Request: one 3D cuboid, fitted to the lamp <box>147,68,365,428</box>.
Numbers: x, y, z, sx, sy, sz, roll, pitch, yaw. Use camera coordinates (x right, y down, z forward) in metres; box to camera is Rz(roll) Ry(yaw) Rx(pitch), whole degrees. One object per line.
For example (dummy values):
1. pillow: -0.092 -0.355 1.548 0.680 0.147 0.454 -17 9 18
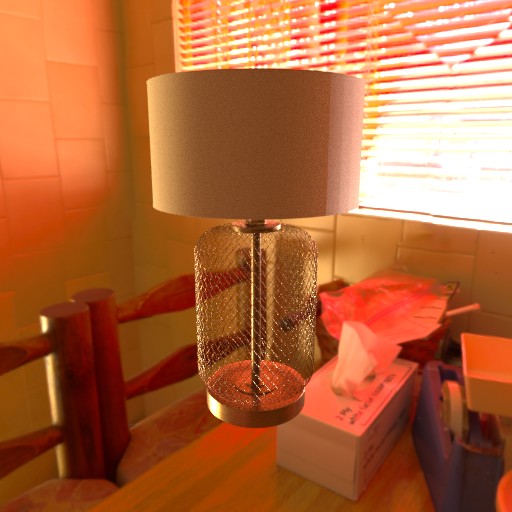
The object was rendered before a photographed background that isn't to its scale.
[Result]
1. lamp: 0.000 0.000 0.801 0.353 0.578 0.353 0 14 0
